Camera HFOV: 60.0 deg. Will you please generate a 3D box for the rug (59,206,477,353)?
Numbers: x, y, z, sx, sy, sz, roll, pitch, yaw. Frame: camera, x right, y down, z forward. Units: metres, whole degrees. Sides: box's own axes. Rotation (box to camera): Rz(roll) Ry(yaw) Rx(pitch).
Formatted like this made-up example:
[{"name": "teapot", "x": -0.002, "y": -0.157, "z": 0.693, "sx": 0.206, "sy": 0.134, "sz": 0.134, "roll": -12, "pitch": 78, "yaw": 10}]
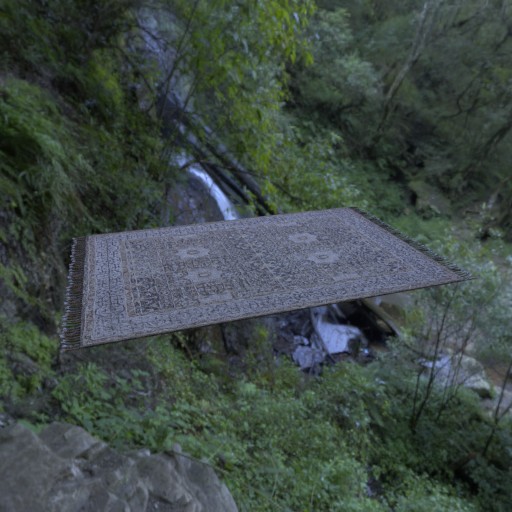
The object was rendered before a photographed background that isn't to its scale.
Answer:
[{"name": "rug", "x": 0.000, "y": 0.000, "z": 2.540, "sx": 2.029, "sy": 0.010, "sz": 1.237, "roll": -8, "pitch": 26, "yaw": -16}]
